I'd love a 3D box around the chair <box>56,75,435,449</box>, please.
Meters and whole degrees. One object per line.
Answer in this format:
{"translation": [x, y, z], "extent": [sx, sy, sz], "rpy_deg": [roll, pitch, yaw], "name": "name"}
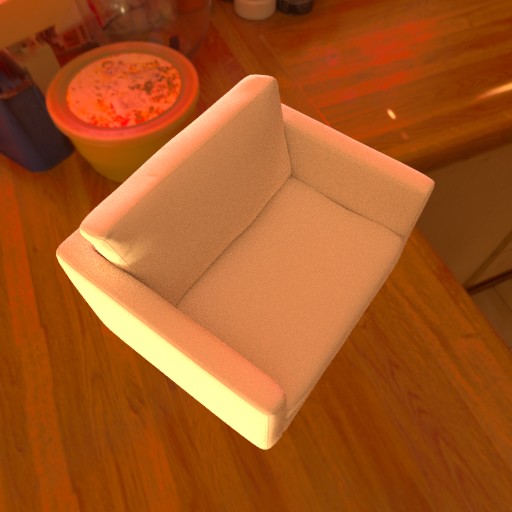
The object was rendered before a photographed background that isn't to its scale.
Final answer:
{"translation": [0.000, 0.000, 1.671], "extent": [0.878, 0.885, 1.019], "rpy_deg": [33, 64, 18], "name": "chair"}
